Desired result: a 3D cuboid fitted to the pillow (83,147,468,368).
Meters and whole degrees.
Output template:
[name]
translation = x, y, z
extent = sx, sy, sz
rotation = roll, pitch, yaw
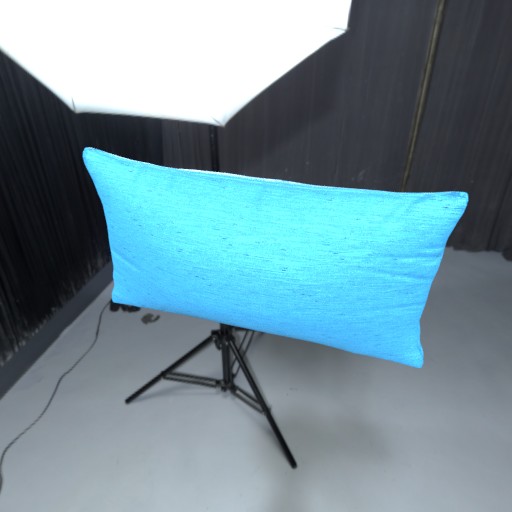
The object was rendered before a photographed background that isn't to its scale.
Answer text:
[pillow]
translation = 0.000, 0.000, 0.793
extent = 0.633, 0.338, 0.210
rotation = 10, 34, 14
